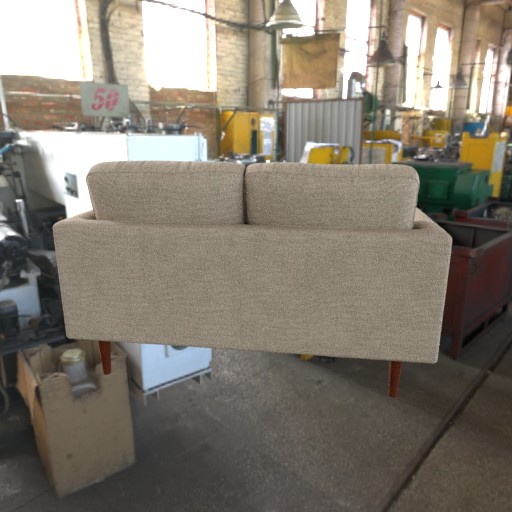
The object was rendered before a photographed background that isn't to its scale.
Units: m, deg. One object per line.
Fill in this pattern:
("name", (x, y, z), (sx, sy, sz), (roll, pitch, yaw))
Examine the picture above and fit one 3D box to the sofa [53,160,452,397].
("sofa", (0.000, 0.000, 2.164), (1.582, 0.944, 0.903), (2, 16, 8))
